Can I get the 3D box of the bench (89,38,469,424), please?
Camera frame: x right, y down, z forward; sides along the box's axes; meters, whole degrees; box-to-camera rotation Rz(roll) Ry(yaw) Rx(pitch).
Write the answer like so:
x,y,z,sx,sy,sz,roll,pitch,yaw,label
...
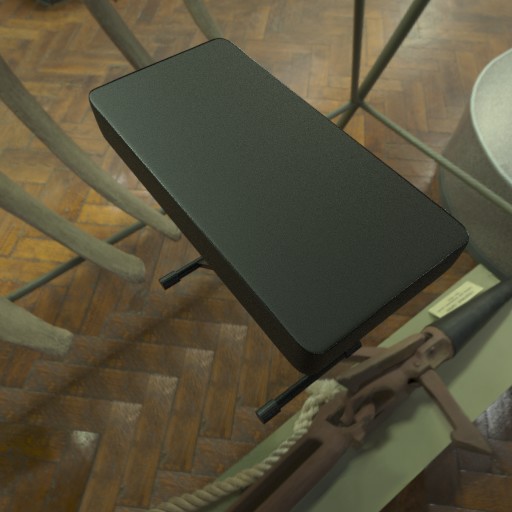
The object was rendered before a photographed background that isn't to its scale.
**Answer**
x,y,z,sx,sy,sz,roll,pitch,yaw,label
0.000,0.000,0.911,0.300,0.561,0.600,-32,62,-19,bench
